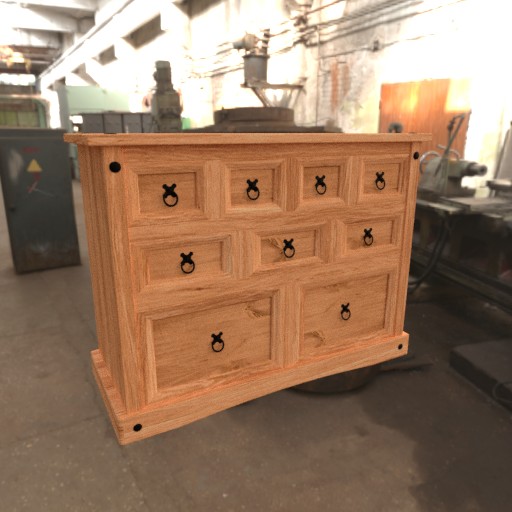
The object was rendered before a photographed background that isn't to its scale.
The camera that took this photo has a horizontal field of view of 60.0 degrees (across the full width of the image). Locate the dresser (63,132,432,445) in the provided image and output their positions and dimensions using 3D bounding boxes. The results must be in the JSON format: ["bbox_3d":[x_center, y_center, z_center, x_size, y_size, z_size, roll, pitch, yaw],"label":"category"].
[{"bbox_3d":[0.000,0.000,1.379,0.990,0.740,0.410,-8,18,-28],"label":"dresser"}]
